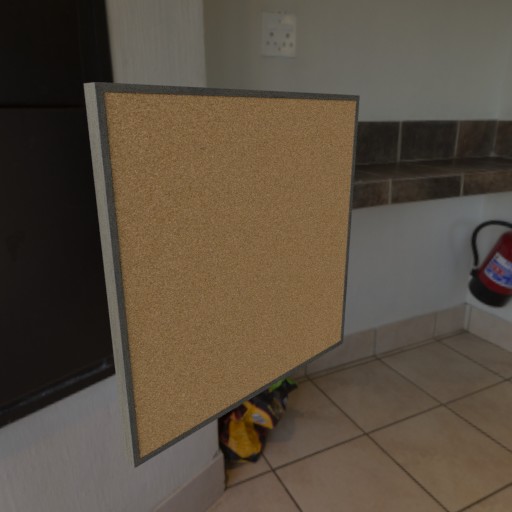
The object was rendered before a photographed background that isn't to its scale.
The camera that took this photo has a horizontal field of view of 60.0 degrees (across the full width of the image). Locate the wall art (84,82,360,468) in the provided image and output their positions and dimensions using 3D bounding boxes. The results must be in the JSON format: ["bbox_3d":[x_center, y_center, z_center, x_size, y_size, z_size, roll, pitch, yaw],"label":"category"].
[{"bbox_3d":[0.000,0.000,1.084,0.758,0.758,0.039,-17,24,-42],"label":"wall art"}]
